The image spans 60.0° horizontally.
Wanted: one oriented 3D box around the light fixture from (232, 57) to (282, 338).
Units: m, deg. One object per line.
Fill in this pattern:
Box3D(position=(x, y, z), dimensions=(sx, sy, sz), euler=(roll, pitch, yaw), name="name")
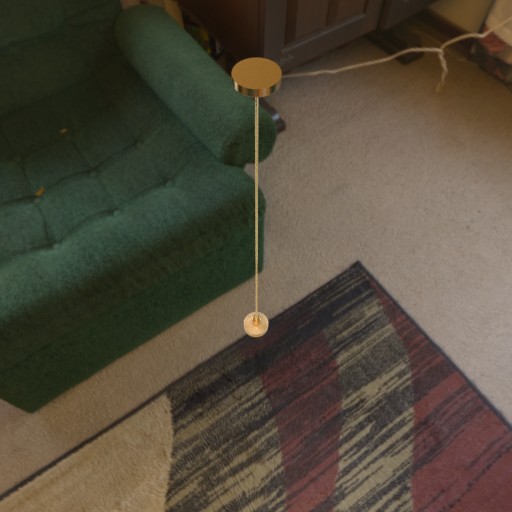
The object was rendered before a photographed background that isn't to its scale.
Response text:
Box3D(position=(0.000, 0.000, 1.773), dimensions=(0.129, 1.669, 0.129), euler=(33, 64, 19), name="light fixture")
